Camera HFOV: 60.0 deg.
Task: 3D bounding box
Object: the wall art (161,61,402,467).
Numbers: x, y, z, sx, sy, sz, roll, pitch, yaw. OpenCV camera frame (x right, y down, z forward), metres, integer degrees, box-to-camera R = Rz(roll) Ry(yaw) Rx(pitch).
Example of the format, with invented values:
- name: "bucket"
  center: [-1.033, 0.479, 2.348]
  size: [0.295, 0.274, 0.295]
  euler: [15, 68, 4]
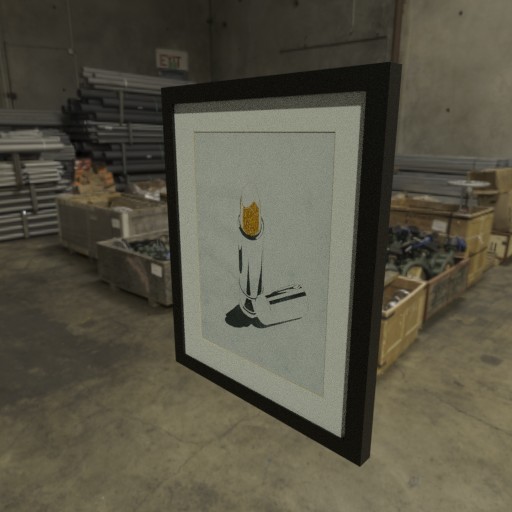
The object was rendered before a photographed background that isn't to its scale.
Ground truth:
- name: "wall art"
  center: [0.000, 0.000, 0.747]
  size: [0.457, 0.559, 0.029]
  euler: [15, 21, 42]
